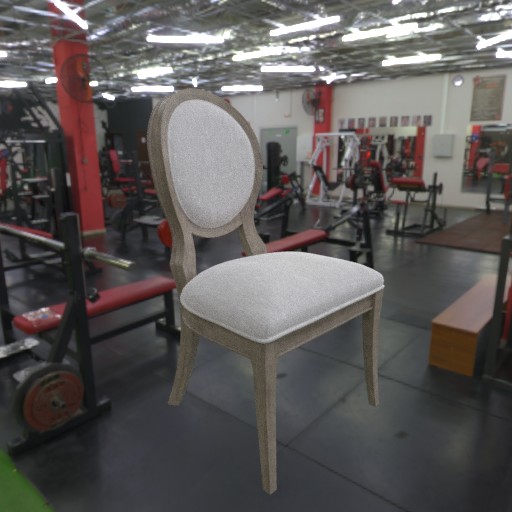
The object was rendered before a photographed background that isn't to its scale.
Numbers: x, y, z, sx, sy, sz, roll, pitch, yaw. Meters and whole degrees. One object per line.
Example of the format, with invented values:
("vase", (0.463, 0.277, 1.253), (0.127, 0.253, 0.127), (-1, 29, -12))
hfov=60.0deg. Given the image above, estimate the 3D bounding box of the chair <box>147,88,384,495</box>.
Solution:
("chair", (0.000, 0.000, 1.338), (0.602, 0.990, 0.558), (13, 20, 42))
